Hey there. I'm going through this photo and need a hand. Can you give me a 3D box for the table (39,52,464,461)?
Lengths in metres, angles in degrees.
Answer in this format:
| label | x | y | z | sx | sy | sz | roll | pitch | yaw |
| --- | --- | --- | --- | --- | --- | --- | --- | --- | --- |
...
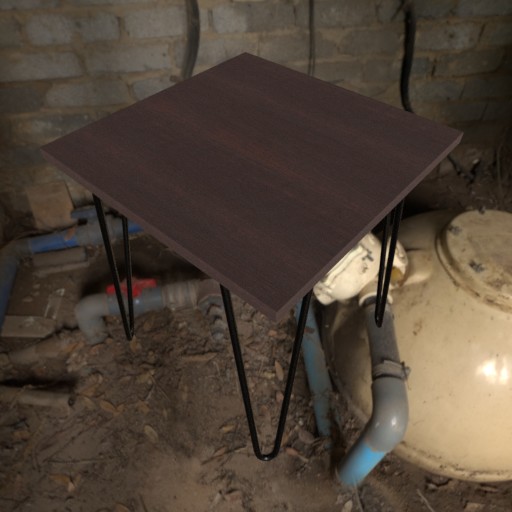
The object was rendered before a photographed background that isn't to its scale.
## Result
| label | x | y | z | sx | sy | sz | roll | pitch | yaw |
| --- | --- | --- | --- | --- | --- | --- | --- | --- | --- |
| table | 0.000 | 0.000 | 0.933 | 0.495 | 0.559 | 0.495 | 33 | 55 | 27 |
